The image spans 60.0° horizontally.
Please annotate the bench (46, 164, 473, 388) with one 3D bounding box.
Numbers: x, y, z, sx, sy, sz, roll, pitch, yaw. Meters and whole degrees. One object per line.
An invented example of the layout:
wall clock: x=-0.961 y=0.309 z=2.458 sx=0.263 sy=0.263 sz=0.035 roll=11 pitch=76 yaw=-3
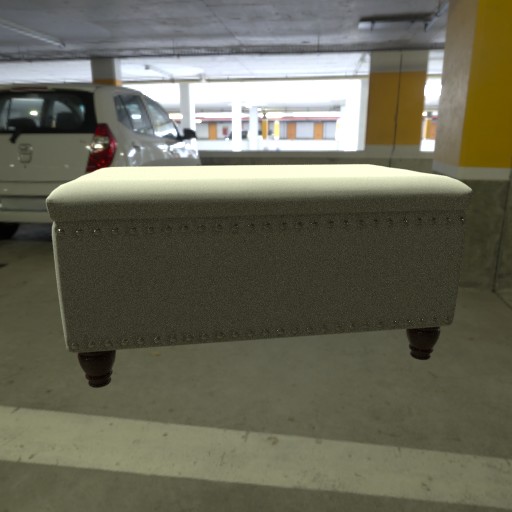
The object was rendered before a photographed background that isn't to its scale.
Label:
bench: x=0.000 y=0.000 z=1.183 sx=0.887 sy=0.449 sz=0.500 roll=-2 pitch=15 yaw=-9
